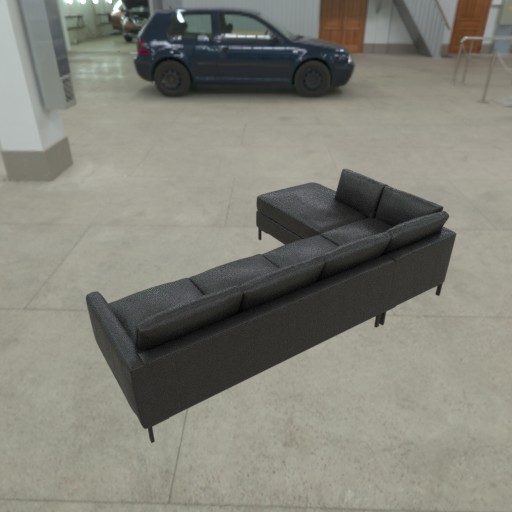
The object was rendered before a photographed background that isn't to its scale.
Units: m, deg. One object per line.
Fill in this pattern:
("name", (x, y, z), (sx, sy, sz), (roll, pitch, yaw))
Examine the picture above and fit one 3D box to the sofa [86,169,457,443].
("sofa", (0.000, 0.000, 3.928), (2.984, 0.877, 1.938), (-19, 35, -29))
